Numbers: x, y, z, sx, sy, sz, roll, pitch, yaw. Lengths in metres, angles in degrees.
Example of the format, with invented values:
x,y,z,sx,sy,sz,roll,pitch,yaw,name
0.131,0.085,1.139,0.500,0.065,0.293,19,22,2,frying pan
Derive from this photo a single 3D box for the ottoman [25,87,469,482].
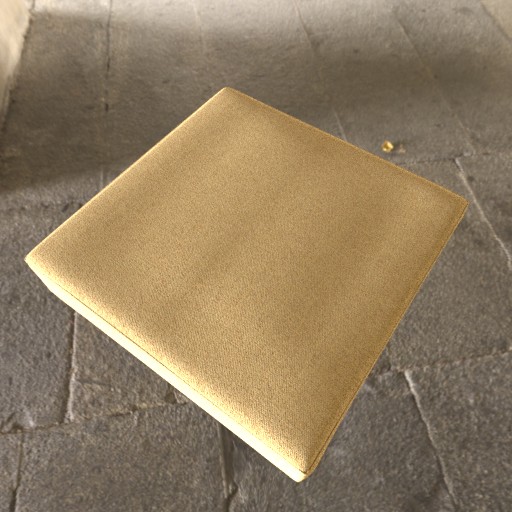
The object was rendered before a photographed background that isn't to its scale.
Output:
x,y,z,sx,sy,sz,roll,pitch,yaw,name
0.000,0.000,1.461,0.981,0.378,0.970,31,63,18,ottoman
